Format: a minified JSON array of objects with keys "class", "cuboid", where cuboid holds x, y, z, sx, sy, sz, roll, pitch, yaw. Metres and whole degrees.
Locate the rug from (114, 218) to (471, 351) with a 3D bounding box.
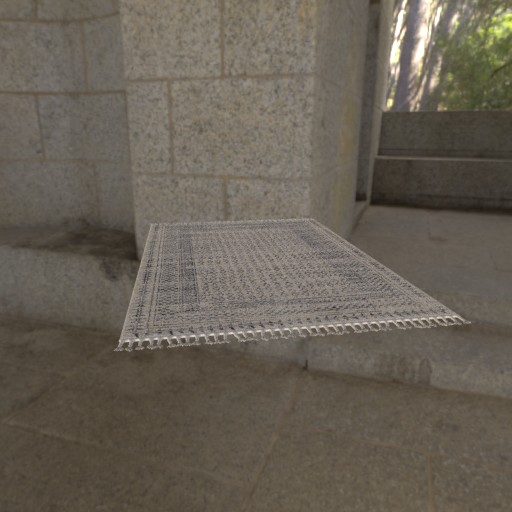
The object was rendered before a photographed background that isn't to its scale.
[{"class":"rug","cuboid":[0.000,0.000,3.022,1.548,0.013,2.486,-3,16,-9]}]
